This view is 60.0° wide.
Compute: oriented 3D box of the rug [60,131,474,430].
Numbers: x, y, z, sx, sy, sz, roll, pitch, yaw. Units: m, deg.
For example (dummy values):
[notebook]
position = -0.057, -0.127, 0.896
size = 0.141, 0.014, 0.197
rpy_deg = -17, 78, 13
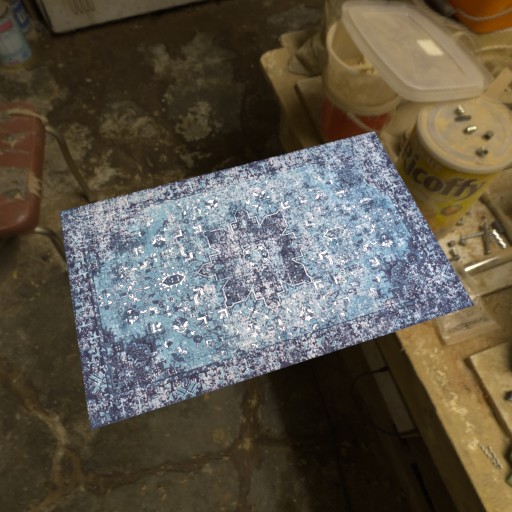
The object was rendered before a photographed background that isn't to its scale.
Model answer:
[rug]
position = 0.000, 0.000, 2.984
size = 2.440, 0.007, 1.525
rpy_deg = -16, 64, -8
